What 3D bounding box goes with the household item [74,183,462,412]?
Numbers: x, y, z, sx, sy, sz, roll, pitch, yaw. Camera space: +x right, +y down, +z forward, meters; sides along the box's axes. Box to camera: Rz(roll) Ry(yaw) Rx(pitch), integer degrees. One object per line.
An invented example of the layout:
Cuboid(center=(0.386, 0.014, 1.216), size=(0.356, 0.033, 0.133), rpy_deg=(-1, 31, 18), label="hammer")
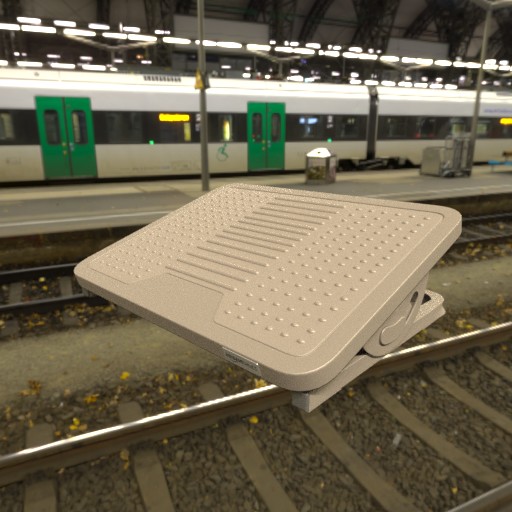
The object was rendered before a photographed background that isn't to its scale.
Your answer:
Cuboid(center=(0.000, 0.000, 0.536), size=(0.390, 0.126, 0.301), rpy_deg=(15, 21, 42), label="household item")
